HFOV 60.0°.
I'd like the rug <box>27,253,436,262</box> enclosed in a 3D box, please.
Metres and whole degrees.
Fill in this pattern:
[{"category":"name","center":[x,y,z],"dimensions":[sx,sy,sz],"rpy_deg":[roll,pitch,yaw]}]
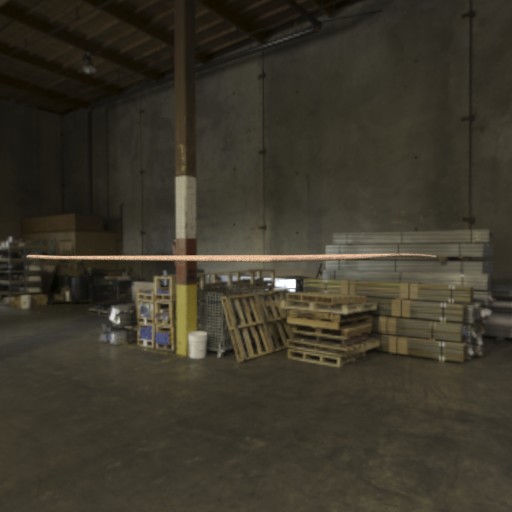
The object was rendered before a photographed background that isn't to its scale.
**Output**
[{"category":"rug","center":[0.000,0.000,4.138],"dimensions":[2.453,0.043,3.052],"rpy_deg":[0,0,37]}]
